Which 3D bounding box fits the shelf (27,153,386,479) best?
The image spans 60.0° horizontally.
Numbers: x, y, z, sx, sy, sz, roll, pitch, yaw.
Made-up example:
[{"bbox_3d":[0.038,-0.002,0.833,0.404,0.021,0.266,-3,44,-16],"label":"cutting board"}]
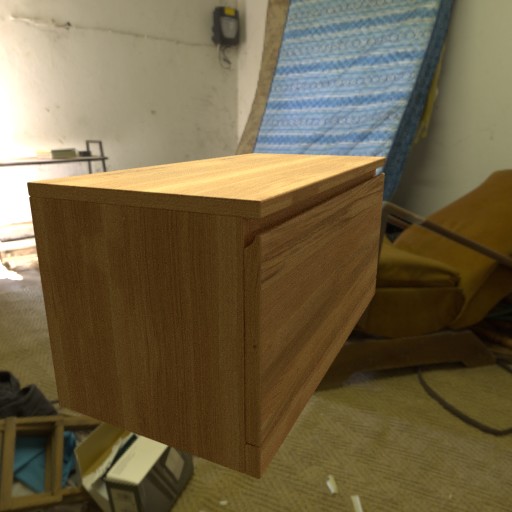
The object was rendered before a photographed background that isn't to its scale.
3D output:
[{"bbox_3d":[0.000,0.000,1.001,0.400,0.400,0.800,8,18,25],"label":"shelf"}]
